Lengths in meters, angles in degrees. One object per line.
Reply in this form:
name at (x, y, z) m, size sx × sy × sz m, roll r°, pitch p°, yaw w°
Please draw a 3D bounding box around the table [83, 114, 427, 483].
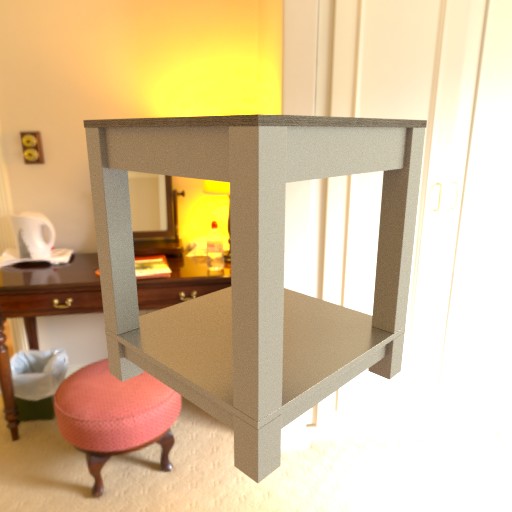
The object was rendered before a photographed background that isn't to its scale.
table at (0.000, 0.000, 1.001) m, size 0.504 × 0.587 × 0.506 m, roll 15°, pitch 22°, yaw 42°
